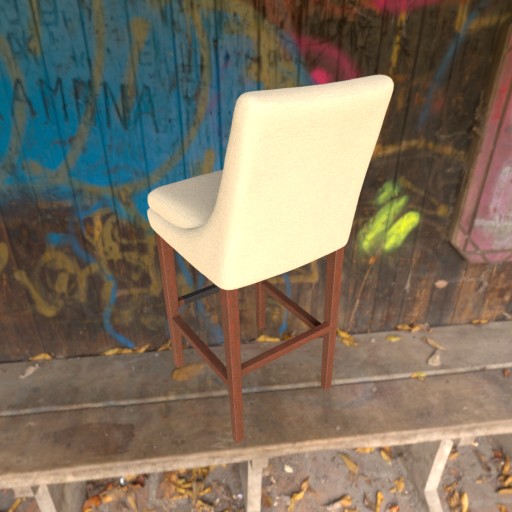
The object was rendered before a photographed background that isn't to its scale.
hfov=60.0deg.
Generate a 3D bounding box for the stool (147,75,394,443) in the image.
[{"bbox_3d":[0.000,0.000,1.374,0.470,1.078,0.577,-20,36,-30],"label":"stool"}]
